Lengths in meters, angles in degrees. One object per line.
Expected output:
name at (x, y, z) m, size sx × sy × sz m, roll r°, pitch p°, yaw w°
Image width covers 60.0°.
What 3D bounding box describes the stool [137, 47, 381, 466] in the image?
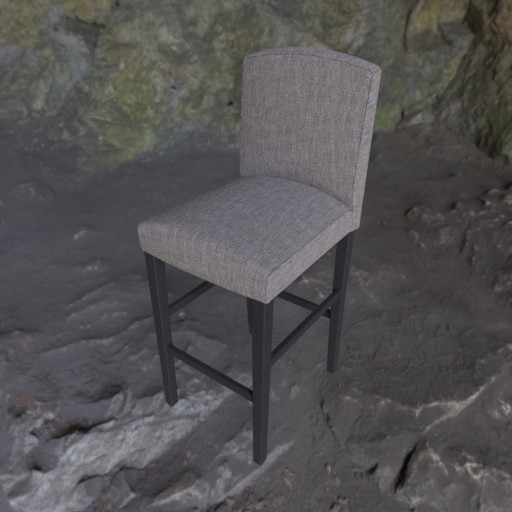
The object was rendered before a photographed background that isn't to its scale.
stool at (0.000, 0.000, 1.371) m, size 0.451 × 1.138 × 0.552 m, roll 20°, pitch 36°, yaw 31°
